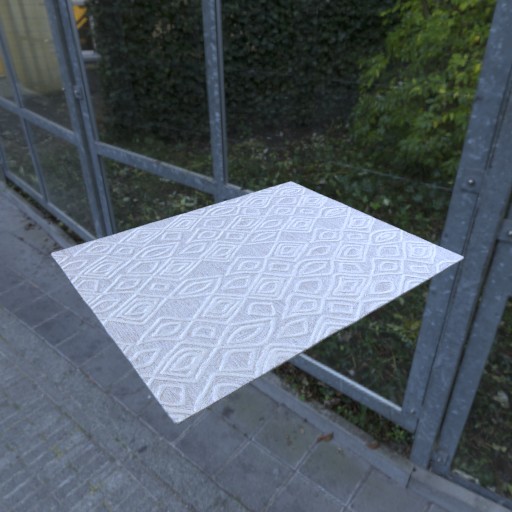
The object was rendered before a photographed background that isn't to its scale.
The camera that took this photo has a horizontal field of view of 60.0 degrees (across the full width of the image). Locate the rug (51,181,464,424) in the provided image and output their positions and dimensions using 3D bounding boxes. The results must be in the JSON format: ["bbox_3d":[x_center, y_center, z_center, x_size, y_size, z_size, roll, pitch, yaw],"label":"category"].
[{"bbox_3d":[0.000,0.000,4.166,3.049,0.025,2.449,-22,37,-32],"label":"rug"}]
